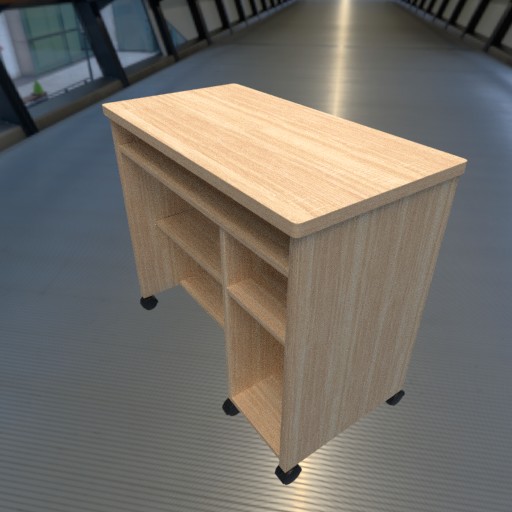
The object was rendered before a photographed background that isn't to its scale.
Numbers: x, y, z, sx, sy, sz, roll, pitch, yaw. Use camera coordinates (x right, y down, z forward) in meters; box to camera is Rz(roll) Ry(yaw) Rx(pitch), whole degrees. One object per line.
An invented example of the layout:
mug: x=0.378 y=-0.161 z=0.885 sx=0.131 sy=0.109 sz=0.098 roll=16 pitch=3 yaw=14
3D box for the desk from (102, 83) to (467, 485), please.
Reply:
desk: x=0.000 y=0.000 z=1.319 sx=0.480 sy=0.770 sz=0.884 roll=-22 pitch=39 yaw=-29
